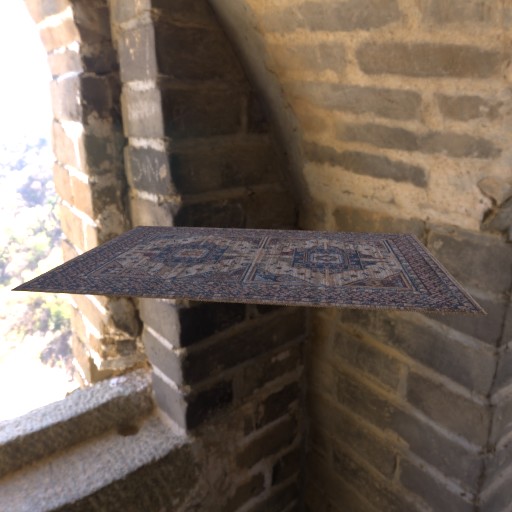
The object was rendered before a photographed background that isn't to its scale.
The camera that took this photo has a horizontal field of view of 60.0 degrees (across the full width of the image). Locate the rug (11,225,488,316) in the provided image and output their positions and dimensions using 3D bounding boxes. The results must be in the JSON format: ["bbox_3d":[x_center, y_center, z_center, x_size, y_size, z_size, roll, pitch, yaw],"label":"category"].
[{"bbox_3d":[0.000,0.000,2.808,2.227,0.008,1.611,2,16,8],"label":"rug"}]
